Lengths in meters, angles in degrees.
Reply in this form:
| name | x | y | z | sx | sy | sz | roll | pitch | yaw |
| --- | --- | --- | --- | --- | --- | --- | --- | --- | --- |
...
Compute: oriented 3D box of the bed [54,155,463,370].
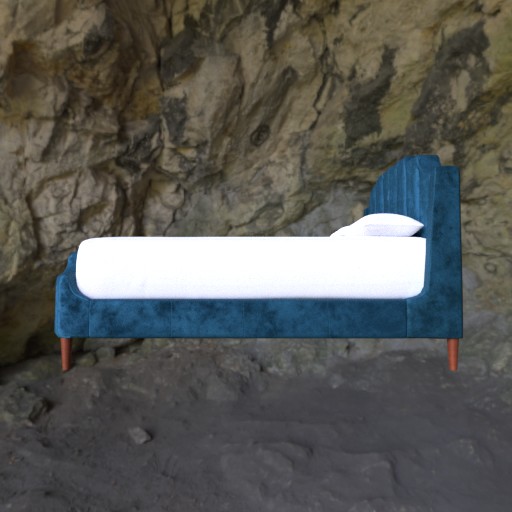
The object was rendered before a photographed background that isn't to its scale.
| name | x | y | z | sx | sy | sz | roll | pitch | yaw |
| --- | --- | --- | --- | --- | --- | --- | --- | --- | --- |
| bed | 0.000 | 0.000 | 3.312 | 2.322 | 1.338 | 1.678 | 0 | -2 | 0 |
